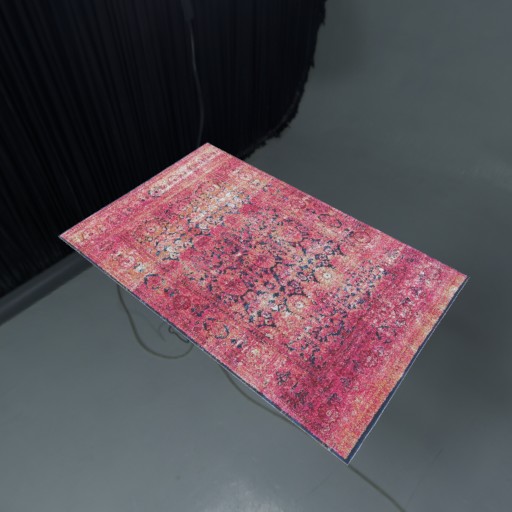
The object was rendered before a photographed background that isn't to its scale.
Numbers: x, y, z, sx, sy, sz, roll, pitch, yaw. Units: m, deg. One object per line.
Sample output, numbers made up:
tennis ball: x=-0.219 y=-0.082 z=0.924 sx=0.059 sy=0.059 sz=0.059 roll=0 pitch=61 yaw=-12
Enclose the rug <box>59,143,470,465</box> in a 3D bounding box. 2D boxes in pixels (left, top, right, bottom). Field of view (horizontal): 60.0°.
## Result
rug: x=0.000 y=0.000 z=3.082 sx=2.449 sy=0.018 sz=1.539 roll=32 pitch=55 yaw=25
